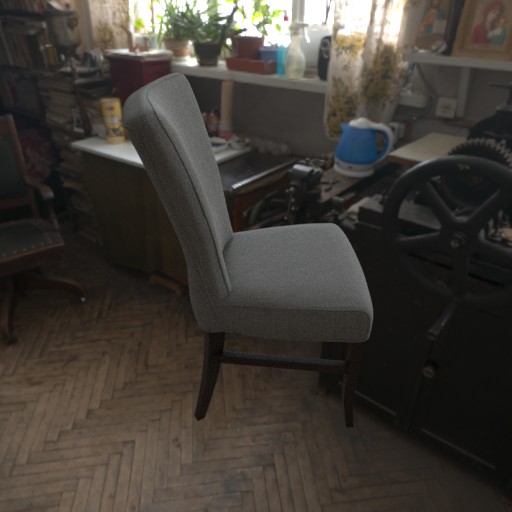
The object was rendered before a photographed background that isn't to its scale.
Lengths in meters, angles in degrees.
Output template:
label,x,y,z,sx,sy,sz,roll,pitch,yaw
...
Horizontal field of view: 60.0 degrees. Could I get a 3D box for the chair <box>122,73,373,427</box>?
label,x,y,z,sx,sy,sz,roll,pitch,yaw
chair,0.000,0.000,1.365,0.660,0.991,0.520,-1,31,-1
